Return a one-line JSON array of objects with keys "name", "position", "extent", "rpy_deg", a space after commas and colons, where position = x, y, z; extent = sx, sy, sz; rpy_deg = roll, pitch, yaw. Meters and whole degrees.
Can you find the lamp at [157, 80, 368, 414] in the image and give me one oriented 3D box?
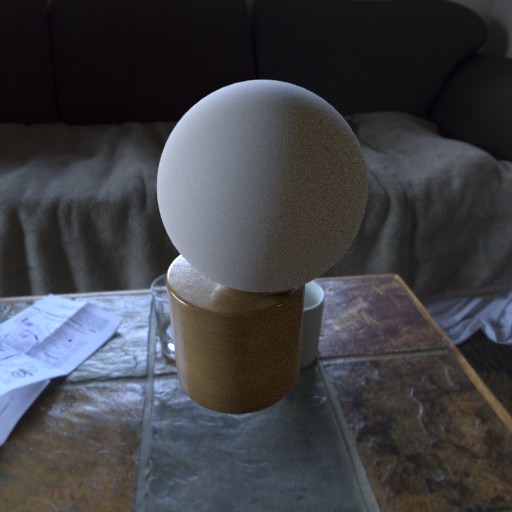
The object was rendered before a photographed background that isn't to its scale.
[{"name": "lamp", "position": [0.000, 0.000, 0.336], "extent": [0.152, 0.250, 0.141], "rpy_deg": [22, 37, 32]}]
